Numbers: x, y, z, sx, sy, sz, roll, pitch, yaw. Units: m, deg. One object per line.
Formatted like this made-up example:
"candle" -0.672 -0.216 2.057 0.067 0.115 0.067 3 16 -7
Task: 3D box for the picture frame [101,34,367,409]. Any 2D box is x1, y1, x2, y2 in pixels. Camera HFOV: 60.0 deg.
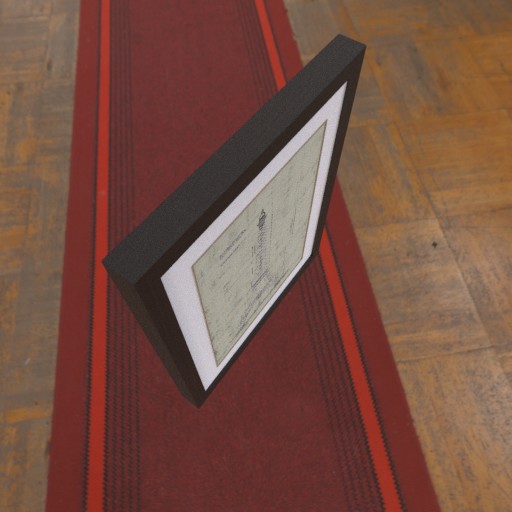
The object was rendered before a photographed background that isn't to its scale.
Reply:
"picture frame" 0.000 0.000 0.757 0.044 0.555 0.452 32 64 17
